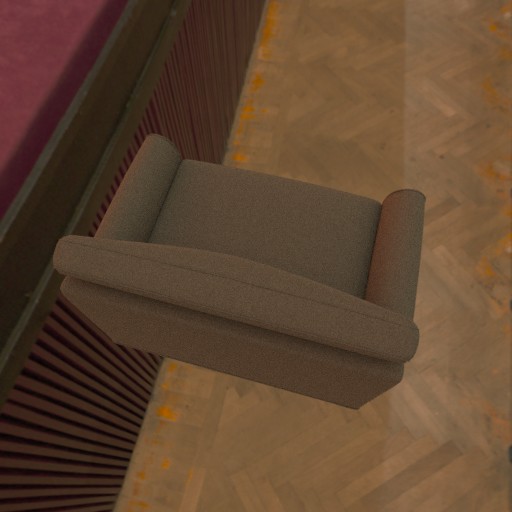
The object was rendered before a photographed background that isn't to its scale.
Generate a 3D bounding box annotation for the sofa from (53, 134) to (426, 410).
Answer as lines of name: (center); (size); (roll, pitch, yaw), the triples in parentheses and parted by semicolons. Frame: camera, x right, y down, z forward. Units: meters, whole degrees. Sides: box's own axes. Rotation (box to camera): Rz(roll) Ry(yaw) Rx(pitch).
sofa: (0.000, 0.000, 2.027); (1.410, 0.953, 0.940); (14, 64, 7)
